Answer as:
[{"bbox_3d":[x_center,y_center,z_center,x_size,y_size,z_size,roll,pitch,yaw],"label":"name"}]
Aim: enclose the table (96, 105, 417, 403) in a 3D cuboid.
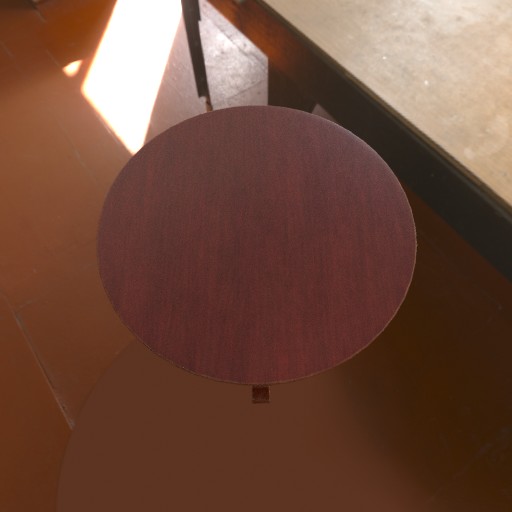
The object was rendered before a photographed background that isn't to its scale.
[{"bbox_3d":[0.000,0.000,1.649,1.029,0.486,1.029,0,63,0],"label":"table"}]
